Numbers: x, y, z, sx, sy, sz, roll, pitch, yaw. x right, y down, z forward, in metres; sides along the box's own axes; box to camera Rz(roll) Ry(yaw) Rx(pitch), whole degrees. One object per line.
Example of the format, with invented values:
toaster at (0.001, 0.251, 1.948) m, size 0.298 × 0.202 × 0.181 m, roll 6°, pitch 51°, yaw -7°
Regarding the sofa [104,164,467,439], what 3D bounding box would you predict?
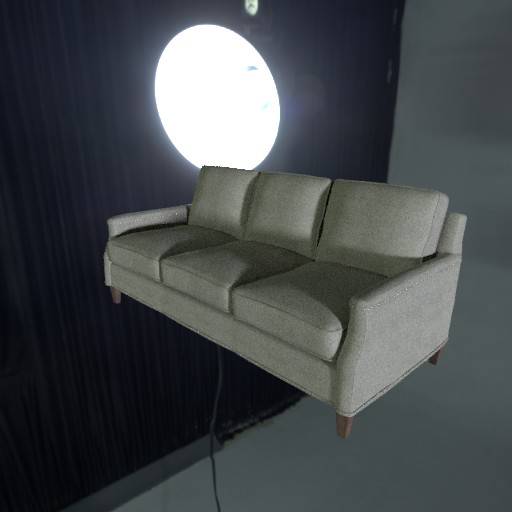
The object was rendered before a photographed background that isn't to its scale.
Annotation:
sofa at (0.000, 0.000, 2.863) m, size 1.084 × 1.003 × 2.246 m, roll -16°, pitch 23°, yaw -42°
